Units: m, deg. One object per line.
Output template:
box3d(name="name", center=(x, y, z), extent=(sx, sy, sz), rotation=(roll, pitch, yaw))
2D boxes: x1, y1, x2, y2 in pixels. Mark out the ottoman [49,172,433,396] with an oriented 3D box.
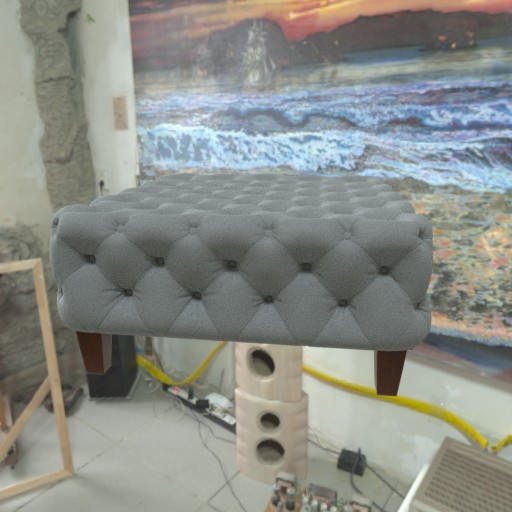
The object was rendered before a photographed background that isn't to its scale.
box3d(name="ottoman", center=(0.000, 0.000, 1.422), extent=(0.911, 0.439, 0.917), rotation=(2, 17, 7))
